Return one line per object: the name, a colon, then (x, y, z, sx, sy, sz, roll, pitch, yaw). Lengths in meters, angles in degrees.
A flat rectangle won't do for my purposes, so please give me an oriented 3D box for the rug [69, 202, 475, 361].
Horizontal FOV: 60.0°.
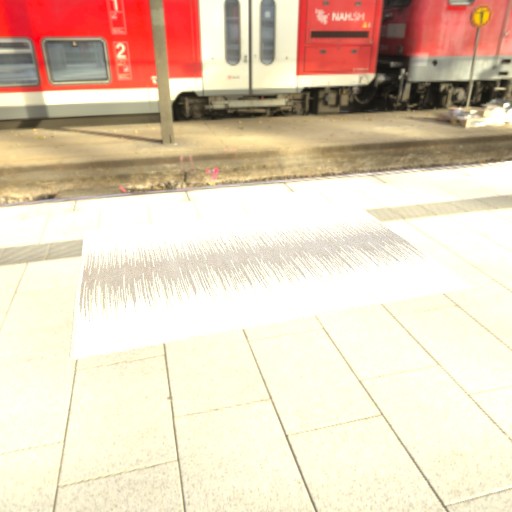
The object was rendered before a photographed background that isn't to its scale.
rug: (0.000, 0.000, 2.385, 1.815, 0.007, 1.226, -8, 28, -15)
